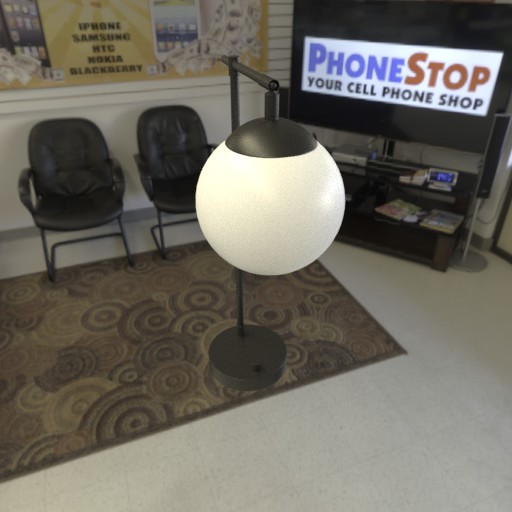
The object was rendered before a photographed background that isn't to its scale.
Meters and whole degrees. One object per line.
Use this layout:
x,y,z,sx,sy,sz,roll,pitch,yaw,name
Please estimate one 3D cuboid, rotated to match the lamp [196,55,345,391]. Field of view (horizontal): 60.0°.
0.000,0.000,0.704,0.197,0.559,0.316,-10,33,-16,lamp
